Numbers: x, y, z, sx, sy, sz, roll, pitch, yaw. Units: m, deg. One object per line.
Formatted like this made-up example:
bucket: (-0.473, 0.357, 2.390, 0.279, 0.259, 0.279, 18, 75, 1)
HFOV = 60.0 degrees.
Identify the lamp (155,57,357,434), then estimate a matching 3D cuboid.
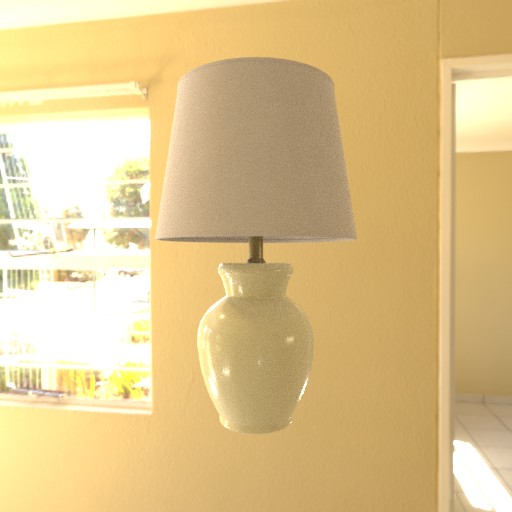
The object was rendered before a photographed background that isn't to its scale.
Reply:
lamp: (0.000, 0.000, 0.538, 0.239, 0.399, 0.239, 0, 0, 0)
